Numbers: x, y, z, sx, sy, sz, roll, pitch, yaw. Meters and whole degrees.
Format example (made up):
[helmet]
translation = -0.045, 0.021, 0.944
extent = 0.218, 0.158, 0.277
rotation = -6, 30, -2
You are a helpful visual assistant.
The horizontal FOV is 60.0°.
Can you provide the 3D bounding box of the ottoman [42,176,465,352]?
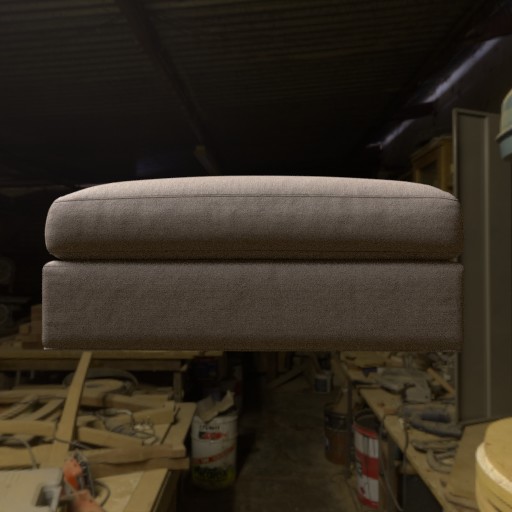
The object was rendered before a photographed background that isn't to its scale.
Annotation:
[ottoman]
translation = 0.000, 0.000, 1.569
extent = 1.041, 0.470, 1.041
rotation = 0, -1, 1
